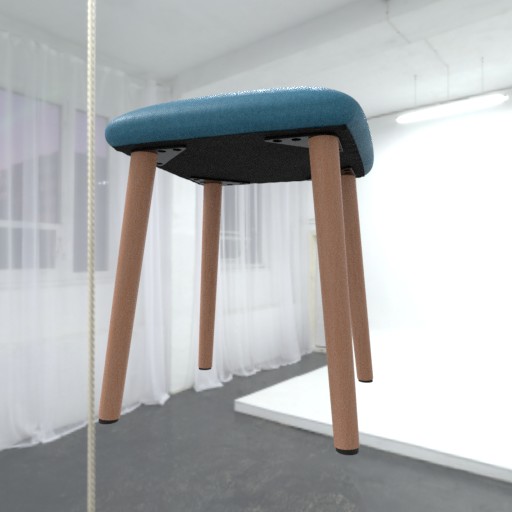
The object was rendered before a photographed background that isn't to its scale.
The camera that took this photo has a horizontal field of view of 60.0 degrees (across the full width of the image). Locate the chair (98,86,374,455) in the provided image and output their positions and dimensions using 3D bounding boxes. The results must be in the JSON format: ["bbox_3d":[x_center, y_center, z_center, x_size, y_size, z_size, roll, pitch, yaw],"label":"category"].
[{"bbox_3d":[0.000,0.000,0.706,0.360,0.450,0.360,0,-1,18],"label":"chair"}]
